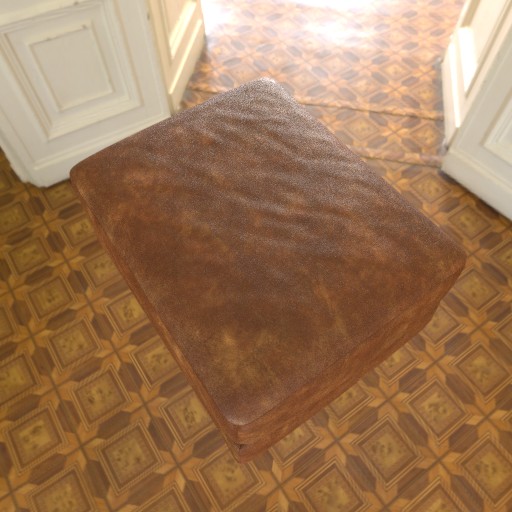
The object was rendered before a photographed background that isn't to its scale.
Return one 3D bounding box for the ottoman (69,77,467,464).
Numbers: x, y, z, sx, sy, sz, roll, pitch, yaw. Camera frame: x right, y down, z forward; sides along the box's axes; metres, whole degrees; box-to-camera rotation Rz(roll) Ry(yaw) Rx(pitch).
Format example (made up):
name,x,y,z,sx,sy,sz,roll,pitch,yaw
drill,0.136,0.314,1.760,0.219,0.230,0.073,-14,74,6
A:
name,x,y,z,sx,sy,sz,roll,pitch,yaw
ottoman,0.000,0.000,1.114,0.603,0.476,0.751,-31,64,-17
